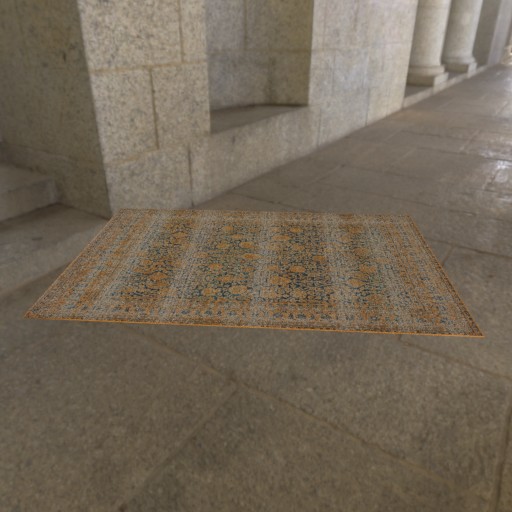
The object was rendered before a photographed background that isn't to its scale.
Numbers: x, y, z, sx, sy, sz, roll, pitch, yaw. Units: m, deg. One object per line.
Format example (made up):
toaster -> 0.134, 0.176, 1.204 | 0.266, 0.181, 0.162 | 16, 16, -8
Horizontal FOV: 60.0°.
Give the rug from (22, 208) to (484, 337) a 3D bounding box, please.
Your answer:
rug -> 0.000, 0.000, 2.904 | 2.336, 0.007, 1.525 | 2, 28, 3
